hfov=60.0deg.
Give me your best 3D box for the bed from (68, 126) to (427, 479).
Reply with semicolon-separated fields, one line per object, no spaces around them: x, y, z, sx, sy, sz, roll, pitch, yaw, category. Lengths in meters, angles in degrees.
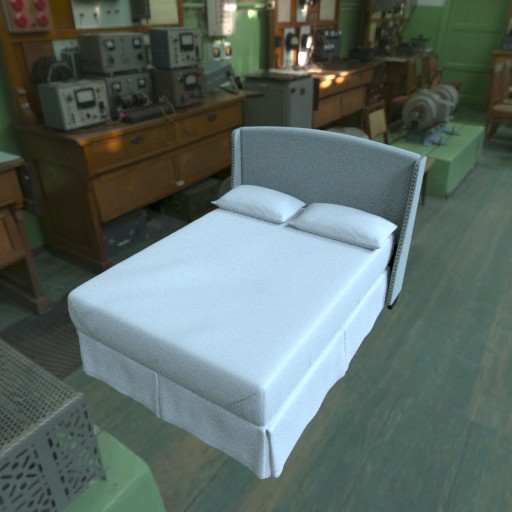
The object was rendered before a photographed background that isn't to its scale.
0.000;0.000;3.305;1.710;1.407;2.237;18;34;28;bed
